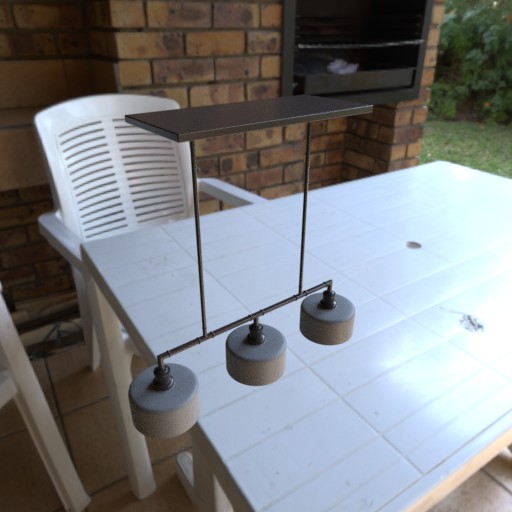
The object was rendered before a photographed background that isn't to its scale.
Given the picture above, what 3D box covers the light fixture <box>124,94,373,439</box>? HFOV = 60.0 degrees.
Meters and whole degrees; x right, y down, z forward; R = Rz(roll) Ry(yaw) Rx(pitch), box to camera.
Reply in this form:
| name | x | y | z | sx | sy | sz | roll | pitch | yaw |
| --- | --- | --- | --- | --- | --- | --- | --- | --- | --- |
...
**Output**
| name | x | y | z | sx | sy | sz | roll | pitch | yaw |
| --- | --- | --- | --- | --- | --- | --- | --- | --- | --- |
| light fixture | 0.000 | 0.000 | 0.877 | 0.582 | 0.557 | 0.177 | -19 | 33 | -33 |
